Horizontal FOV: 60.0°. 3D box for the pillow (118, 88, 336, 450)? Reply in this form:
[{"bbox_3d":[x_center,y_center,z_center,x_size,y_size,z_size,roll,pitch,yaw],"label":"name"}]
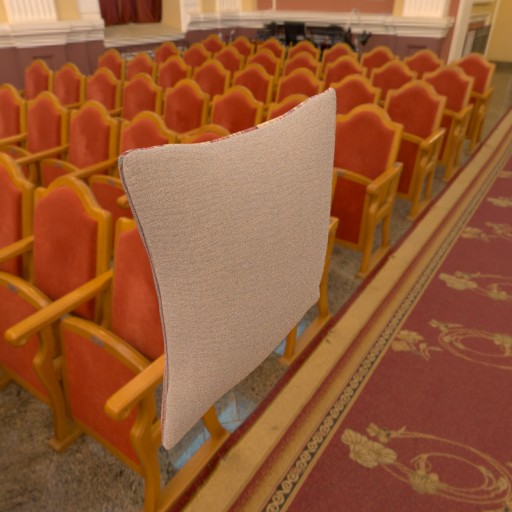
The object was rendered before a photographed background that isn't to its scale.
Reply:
[{"bbox_3d":[0.000,0.000,0.657,0.136,0.419,0.437,20,36,30],"label":"pillow"}]
